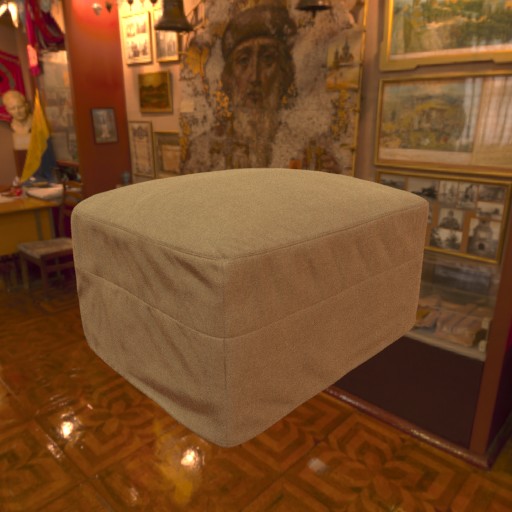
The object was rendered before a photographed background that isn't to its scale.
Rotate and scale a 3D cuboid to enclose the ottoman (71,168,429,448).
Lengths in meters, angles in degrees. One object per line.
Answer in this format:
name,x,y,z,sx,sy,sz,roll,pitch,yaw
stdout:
ottoman,0.000,0.000,1.281,0.837,0.481,0.683,-17,24,-42
